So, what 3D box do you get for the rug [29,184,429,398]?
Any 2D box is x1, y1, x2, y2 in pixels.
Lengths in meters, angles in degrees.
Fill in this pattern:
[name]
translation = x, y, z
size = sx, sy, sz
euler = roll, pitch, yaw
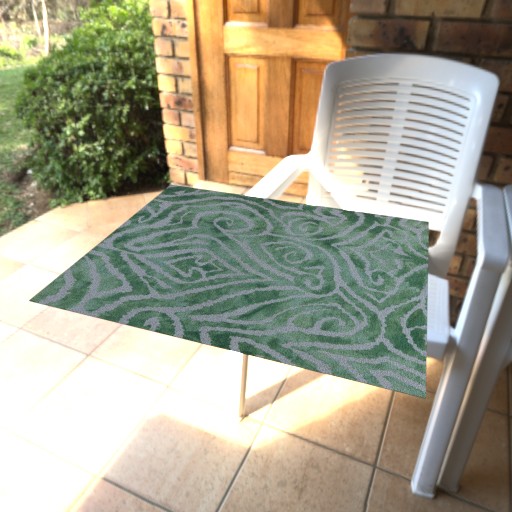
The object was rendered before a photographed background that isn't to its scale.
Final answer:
[rug]
translation = 0.000, 0.000, 4.134
size = 3.045, 0.007, 2.436
euler = 10, 34, 16
